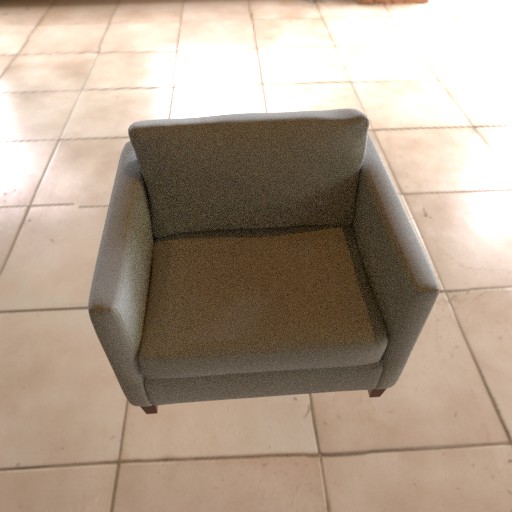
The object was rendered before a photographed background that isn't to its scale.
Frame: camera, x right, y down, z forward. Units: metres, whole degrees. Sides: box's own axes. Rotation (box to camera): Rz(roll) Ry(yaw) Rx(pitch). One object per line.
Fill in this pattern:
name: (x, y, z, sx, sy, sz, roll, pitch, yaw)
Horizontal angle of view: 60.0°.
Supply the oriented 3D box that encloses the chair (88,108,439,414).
chair: (0.000, 0.000, 1.827, 1.107, 0.961, 0.953, -3, 47, -3)
